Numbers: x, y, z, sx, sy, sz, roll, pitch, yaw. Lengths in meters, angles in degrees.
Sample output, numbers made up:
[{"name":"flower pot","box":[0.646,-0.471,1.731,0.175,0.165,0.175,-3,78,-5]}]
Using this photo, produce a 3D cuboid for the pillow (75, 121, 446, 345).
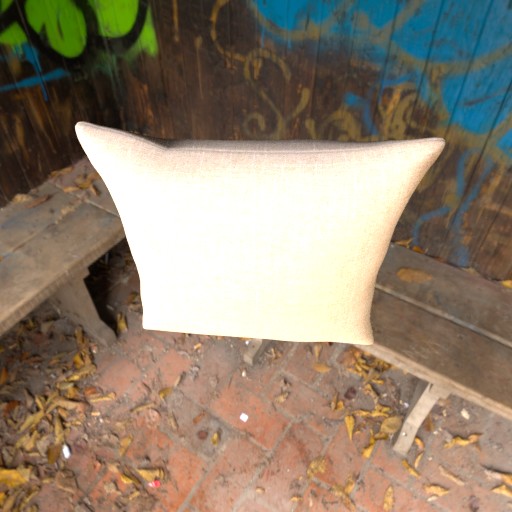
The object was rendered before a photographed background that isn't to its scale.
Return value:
[{"name":"pillow","box":[0.000,0.000,0.634,0.414,0.399,0.173,3,46,3]}]
